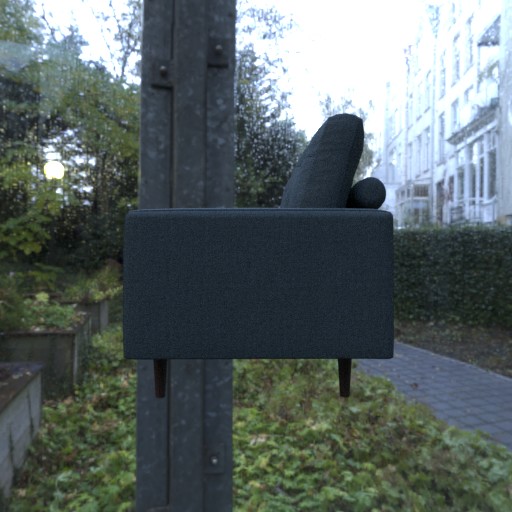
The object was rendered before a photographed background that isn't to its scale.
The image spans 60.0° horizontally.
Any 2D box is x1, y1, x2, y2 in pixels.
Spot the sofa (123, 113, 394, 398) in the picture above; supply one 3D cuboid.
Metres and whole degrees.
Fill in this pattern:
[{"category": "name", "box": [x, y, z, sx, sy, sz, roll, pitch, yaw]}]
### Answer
[{"category": "sofa", "box": [0.000, 0.000, 1.964, 0.842, 0.907, 1.407, 0, 0, -1]}]
